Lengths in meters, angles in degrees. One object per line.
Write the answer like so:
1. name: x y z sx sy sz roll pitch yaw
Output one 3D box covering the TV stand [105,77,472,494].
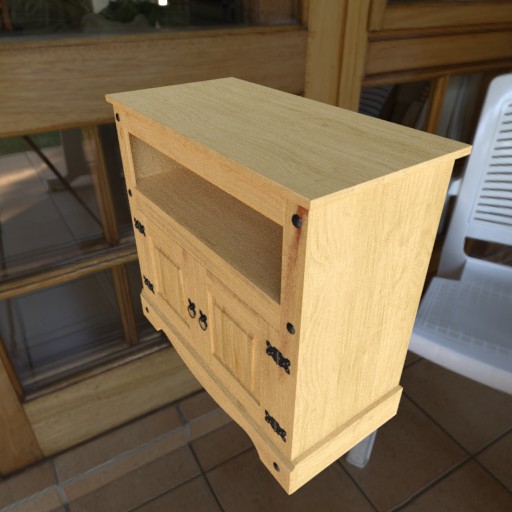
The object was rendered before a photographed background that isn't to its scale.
1. TV stand: 0.000 0.000 1.262 0.430 0.787 0.851 -21 38 -30
